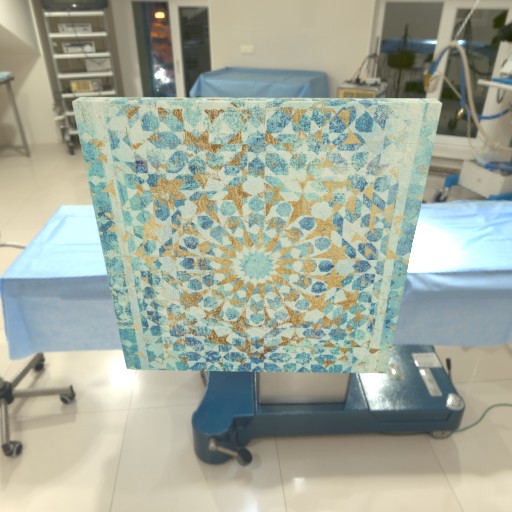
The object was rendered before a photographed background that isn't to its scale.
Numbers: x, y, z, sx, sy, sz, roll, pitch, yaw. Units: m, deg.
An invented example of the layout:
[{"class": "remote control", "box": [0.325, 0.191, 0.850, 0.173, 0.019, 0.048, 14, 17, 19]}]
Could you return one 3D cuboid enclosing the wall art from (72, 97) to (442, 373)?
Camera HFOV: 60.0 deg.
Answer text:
[{"class": "wall art", "box": [0.000, 0.000, 0.899, 0.609, 0.609, 0.040, 1, 31, 1]}]
